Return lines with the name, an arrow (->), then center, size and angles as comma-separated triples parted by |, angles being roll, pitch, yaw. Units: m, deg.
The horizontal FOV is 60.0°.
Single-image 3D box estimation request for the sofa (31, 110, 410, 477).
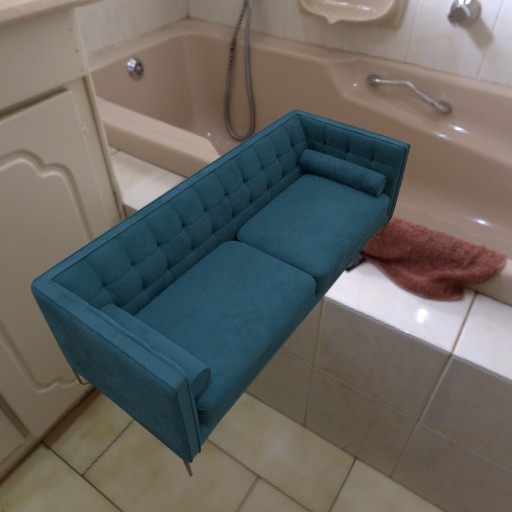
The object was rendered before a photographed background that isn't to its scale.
sofa -> 0.000, 0.000, 2.515 | 0.867, 0.789, 2.087 | 26, 49, 26
